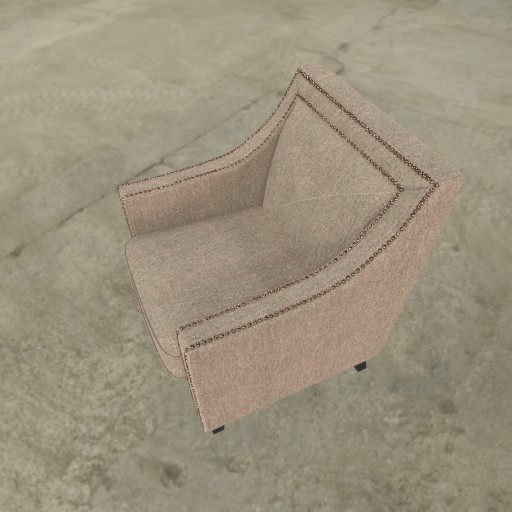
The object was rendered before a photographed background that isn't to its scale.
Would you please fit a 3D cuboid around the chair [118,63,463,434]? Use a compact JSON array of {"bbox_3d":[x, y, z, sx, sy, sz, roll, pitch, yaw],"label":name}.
[{"bbox_3d":[0.000,0.000,1.609,0.884,0.967,0.776,-19,50,-17],"label":"chair"}]
